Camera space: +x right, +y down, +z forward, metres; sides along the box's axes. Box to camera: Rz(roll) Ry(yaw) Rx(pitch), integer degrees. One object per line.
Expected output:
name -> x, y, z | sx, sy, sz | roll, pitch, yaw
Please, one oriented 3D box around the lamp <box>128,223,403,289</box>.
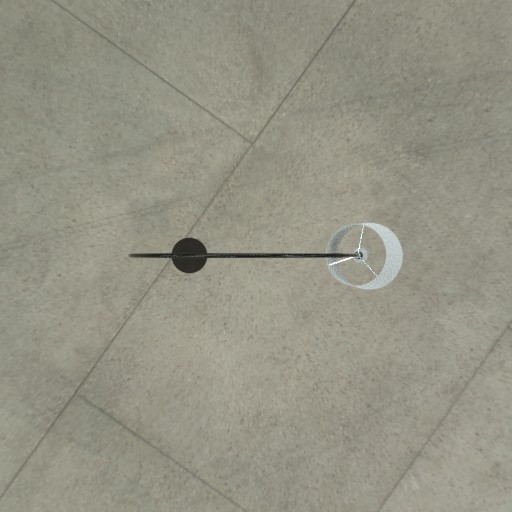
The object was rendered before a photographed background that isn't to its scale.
lamp -> 0.000, 0.000, 2.727 | 1.363, 2.104, 0.331 | 0, 90, -2
